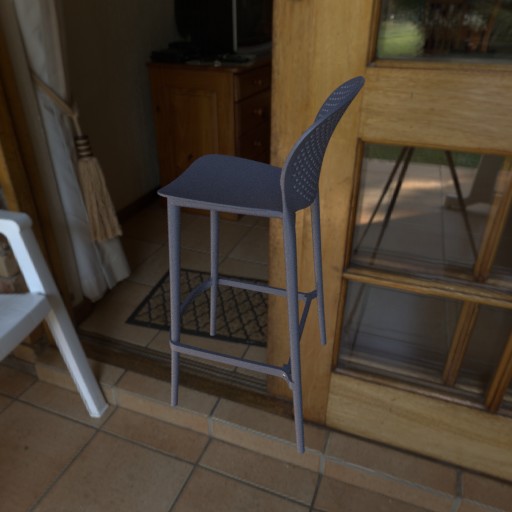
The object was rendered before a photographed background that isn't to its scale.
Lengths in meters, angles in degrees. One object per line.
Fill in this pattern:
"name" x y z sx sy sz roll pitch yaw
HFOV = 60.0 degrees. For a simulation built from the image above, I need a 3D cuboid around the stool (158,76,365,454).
"stool" 0.000 0.000 1.375 0.535 1.045 0.536 8 31 13
